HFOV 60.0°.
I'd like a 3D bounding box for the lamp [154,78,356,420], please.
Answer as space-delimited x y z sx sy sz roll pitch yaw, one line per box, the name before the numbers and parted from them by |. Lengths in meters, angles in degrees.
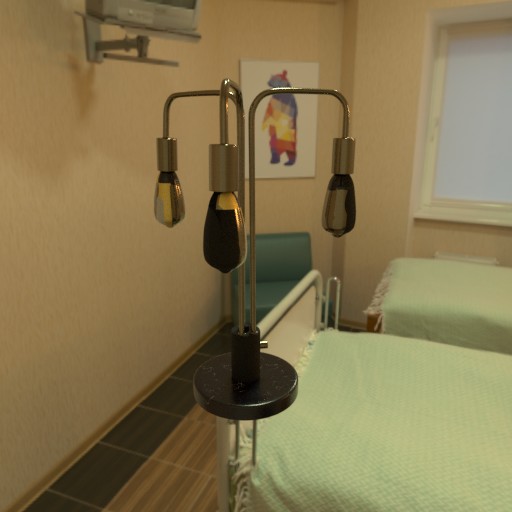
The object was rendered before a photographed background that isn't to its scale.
lamp | 0.000 0.000 0.779 0.368 0.560 0.355 -2 16 -7
